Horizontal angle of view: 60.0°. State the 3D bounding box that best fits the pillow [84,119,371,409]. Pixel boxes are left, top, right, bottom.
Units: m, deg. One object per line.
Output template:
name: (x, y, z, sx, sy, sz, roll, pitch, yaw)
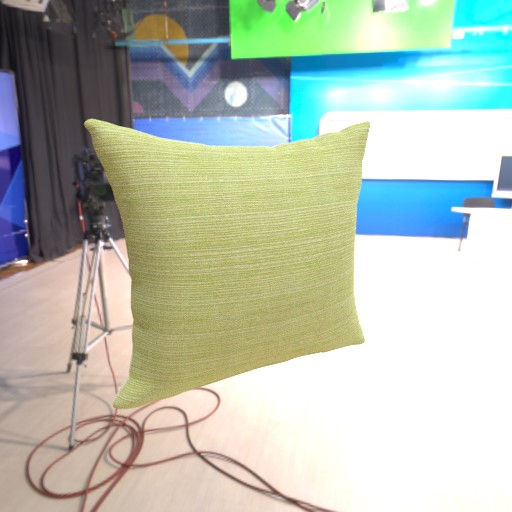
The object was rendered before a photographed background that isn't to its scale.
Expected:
pillow: (0.000, 0.000, 0.825, 0.560, 0.487, 0.229, -8, 17, -27)
